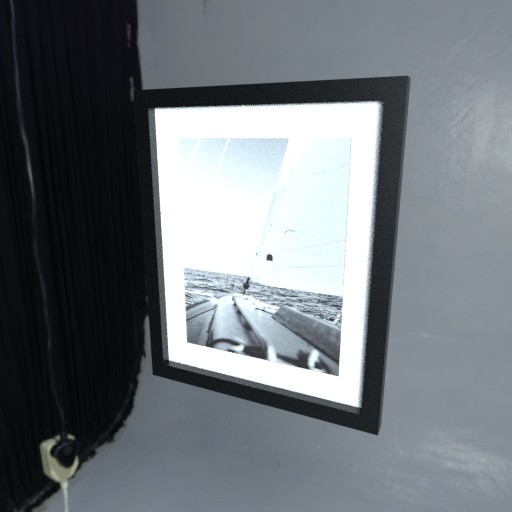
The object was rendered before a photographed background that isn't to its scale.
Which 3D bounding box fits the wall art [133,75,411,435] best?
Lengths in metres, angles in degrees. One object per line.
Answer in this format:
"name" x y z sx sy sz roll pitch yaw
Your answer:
"wall art" 0.000 0.000 0.771 0.461 0.558 0.031 7 17 24
